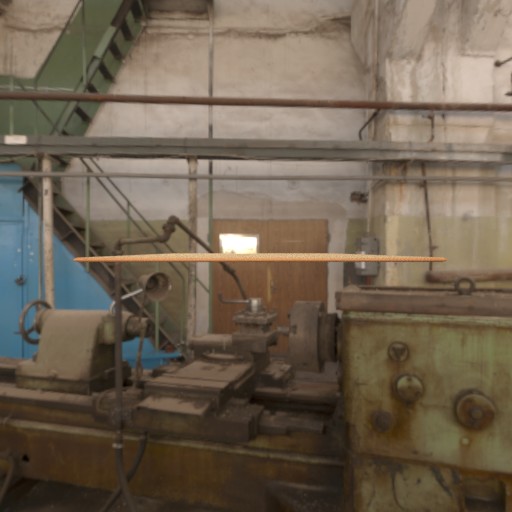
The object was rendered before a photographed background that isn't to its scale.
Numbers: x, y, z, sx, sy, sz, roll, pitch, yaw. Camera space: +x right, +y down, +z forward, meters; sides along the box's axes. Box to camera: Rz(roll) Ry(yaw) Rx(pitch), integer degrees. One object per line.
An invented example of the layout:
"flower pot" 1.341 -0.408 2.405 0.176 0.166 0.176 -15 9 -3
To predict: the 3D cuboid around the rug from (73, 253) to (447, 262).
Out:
"rug" 0.000 0.000 2.094 1.078 0.013 1.678 0 1 -1
